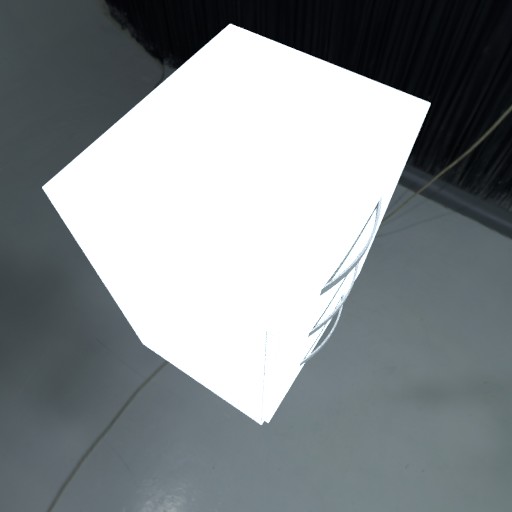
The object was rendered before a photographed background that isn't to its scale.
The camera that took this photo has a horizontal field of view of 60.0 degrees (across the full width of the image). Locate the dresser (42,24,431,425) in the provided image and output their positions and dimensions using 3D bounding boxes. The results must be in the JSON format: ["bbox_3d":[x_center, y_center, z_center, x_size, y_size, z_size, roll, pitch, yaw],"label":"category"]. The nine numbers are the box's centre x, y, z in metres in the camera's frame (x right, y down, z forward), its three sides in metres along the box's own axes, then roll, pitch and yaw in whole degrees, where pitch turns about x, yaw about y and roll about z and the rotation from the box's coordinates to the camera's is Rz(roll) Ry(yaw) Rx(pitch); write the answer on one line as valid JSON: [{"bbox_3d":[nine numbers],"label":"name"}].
[{"bbox_3d":[0.000,0.000,0.813,0.360,0.560,0.400,29,64,16],"label":"dresser"}]
